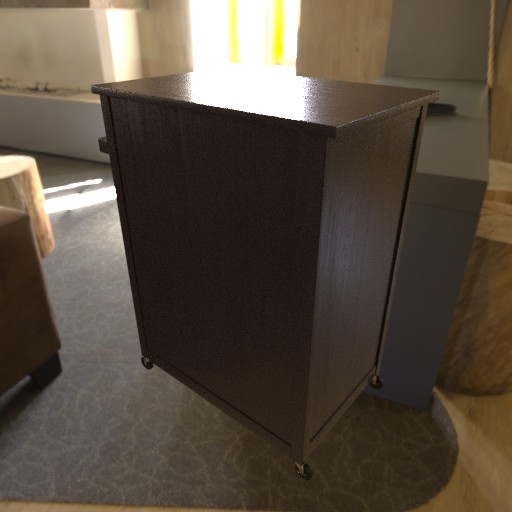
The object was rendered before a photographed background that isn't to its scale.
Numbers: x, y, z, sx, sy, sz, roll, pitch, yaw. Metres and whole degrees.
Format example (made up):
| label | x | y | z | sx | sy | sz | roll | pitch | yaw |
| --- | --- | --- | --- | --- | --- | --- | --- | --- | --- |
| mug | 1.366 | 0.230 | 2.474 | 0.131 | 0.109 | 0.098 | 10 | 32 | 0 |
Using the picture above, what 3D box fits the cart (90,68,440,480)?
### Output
| label | x | y | z | sx | sy | sz | roll | pitch | yaw |
| --- | --- | --- | --- | --- | --- | --- | --- | --- | --- |
| cart | 0.000 | 0.000 | 1.221 | 0.690 | 0.878 | 0.449 | 22 | 36 | 34 |
